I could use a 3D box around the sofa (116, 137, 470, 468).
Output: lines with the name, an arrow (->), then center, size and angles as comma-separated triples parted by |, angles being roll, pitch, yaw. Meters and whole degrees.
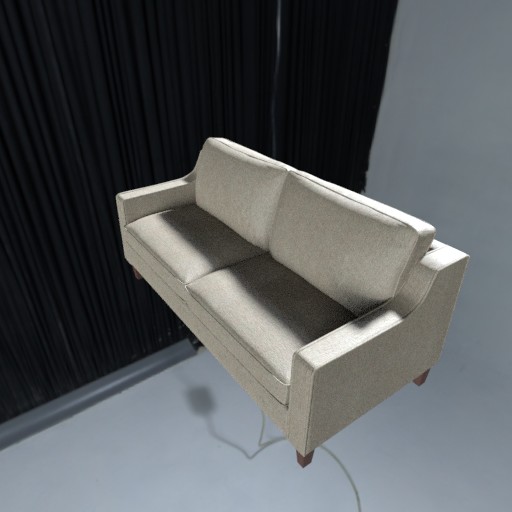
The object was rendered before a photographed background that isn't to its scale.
sofa -> 0.000, 0.000, 2.857 | 1.073, 1.074, 2.181 | -20, 37, -30
